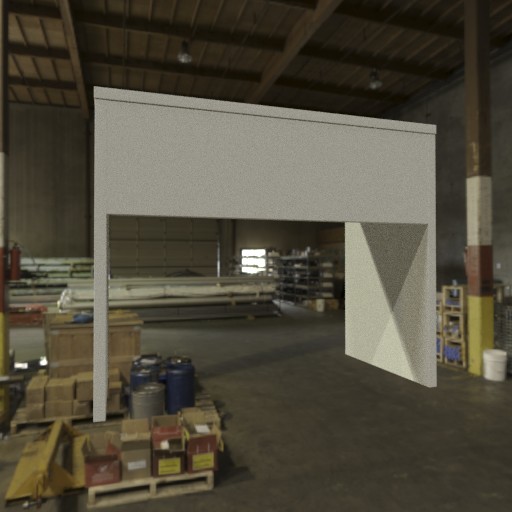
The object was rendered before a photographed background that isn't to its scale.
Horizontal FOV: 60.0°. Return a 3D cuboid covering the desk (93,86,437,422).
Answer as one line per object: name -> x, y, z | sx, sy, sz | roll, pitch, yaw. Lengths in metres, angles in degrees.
desk -> 0.000, 0.000, 1.335 | 0.900, 0.729, 0.498 | 0, -1, -18
